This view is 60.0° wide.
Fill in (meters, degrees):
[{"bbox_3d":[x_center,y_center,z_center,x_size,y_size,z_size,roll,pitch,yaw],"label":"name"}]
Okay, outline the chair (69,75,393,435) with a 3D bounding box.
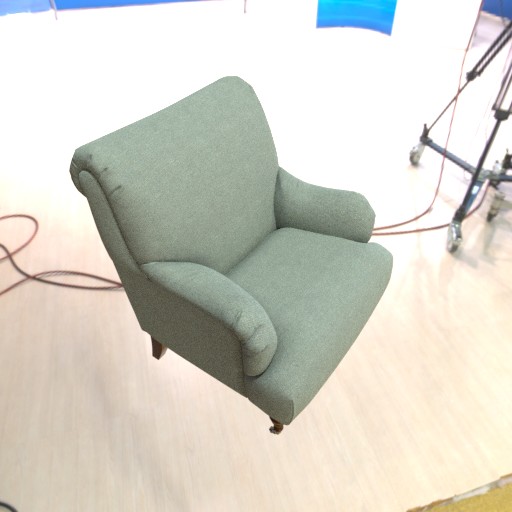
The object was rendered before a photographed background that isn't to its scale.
[{"bbox_3d":[0.000,0.000,1.986,1.060,1.178,0.964,25,48,25],"label":"chair"}]
